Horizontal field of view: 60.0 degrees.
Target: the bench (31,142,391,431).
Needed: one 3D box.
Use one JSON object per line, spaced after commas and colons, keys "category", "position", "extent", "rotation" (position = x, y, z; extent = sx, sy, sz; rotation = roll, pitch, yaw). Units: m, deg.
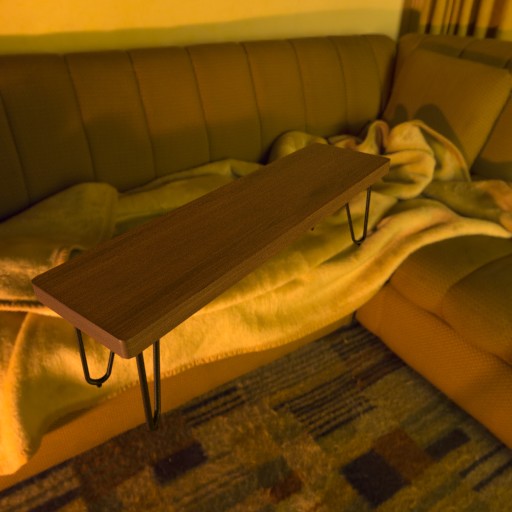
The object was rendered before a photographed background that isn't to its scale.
{"category": "bench", "position": [0.000, 0.000, 1.789], "extent": [0.425, 0.462, 1.570], "rotation": [22, 38, 31]}
